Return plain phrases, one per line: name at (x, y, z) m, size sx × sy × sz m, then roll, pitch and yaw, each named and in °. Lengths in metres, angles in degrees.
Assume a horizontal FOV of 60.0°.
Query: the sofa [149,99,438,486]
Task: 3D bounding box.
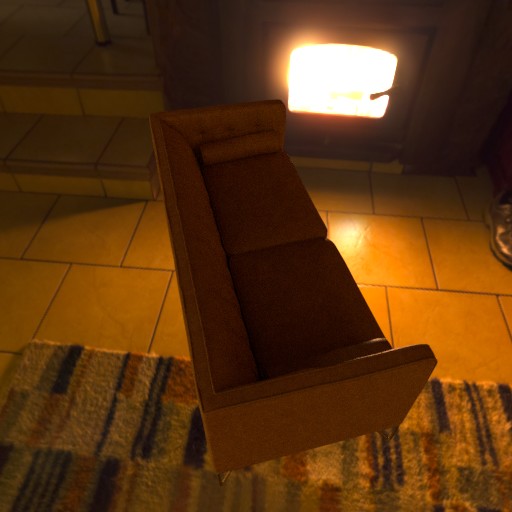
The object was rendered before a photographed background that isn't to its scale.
sofa at (0.000, 0.000, 2.522) m, size 0.912 × 0.798 × 2.079 m, roll -11°, pitch 48°, yaw -10°
